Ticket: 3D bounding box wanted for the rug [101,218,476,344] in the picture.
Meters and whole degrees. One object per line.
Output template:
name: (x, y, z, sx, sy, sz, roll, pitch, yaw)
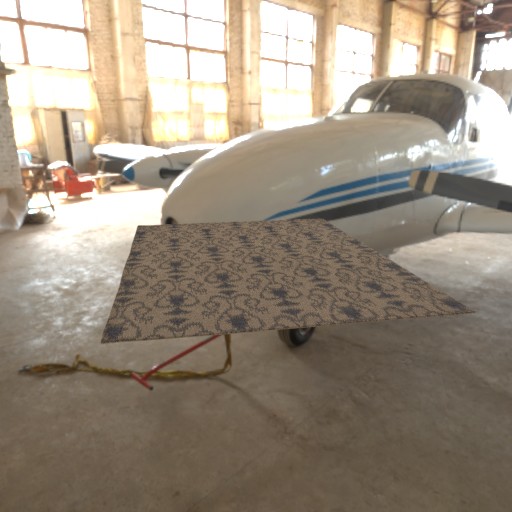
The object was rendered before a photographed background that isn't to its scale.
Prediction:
rug: (0.000, 0.000, 4.281, 2.437, 0.015, 3.205, -3, 17, -10)
